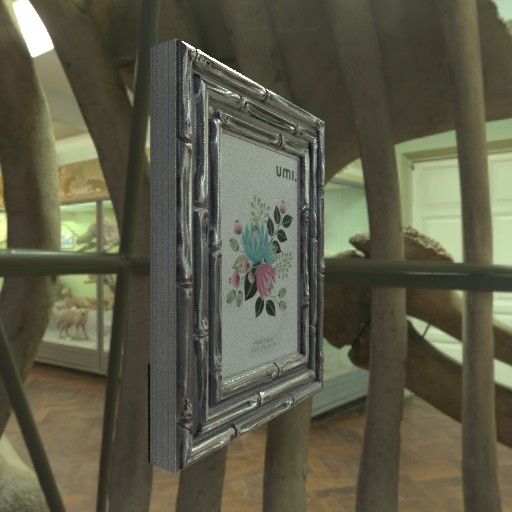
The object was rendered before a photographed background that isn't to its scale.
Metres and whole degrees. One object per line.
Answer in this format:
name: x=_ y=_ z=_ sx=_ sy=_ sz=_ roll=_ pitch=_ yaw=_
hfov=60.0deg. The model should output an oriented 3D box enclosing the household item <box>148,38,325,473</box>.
household item: x=0.000 y=0.000 z=0.292 sx=0.025 sy=0.216 sz=0.165 roll=0 pitch=0 yaw=34
